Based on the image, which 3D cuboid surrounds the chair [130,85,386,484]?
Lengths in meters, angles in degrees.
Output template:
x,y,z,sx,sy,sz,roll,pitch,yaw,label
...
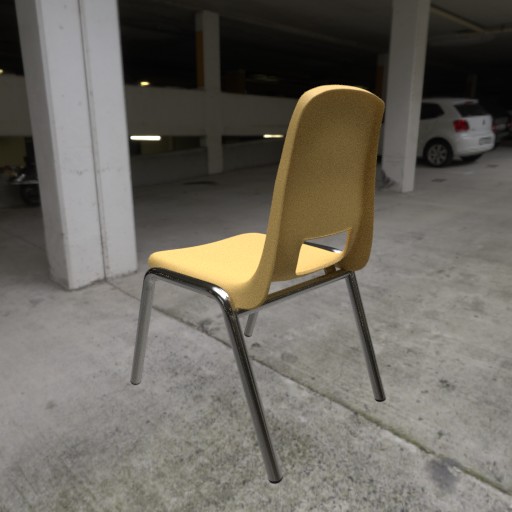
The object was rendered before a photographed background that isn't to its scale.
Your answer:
x,y,z,sx,sy,sz,roll,pitch,yaw,label
0.000,0.000,0.850,0.354,0.586,0.423,-15,21,-42,chair
